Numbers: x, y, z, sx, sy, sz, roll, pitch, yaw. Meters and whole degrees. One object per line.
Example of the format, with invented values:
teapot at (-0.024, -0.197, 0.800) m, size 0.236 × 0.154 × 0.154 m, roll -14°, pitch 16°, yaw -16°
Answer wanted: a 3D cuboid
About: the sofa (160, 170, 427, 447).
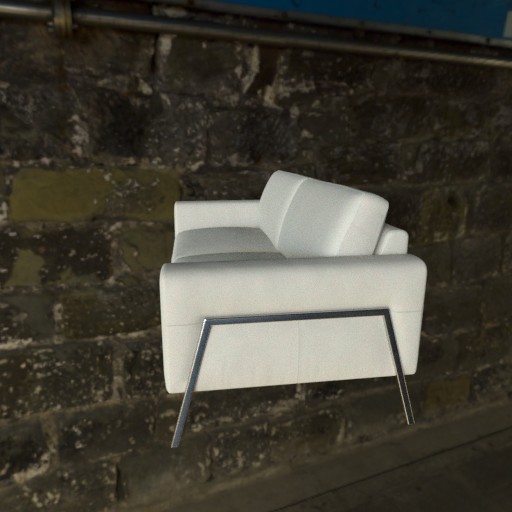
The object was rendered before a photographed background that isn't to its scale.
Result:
sofa at (0.000, 0.000, 2.502) m, size 0.953 × 0.875 × 2.017 m, roll -2°, pitch 14°, yaw -8°
